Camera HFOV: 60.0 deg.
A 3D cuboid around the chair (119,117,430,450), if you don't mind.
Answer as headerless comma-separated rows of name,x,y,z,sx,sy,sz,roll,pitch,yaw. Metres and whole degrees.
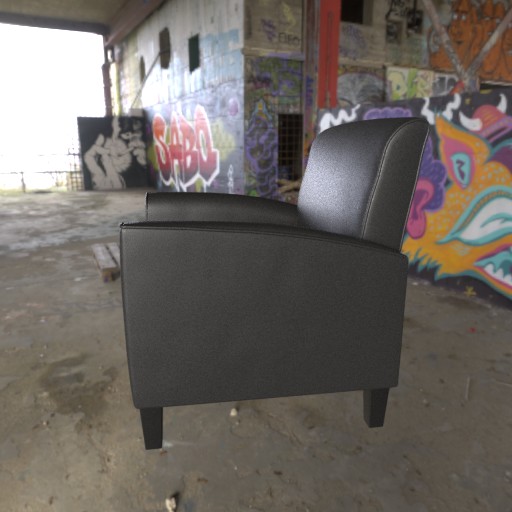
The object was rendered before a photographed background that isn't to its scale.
chair,0.000,0.000,1.552,0.819,0.916,0.820,-2,14,-8
